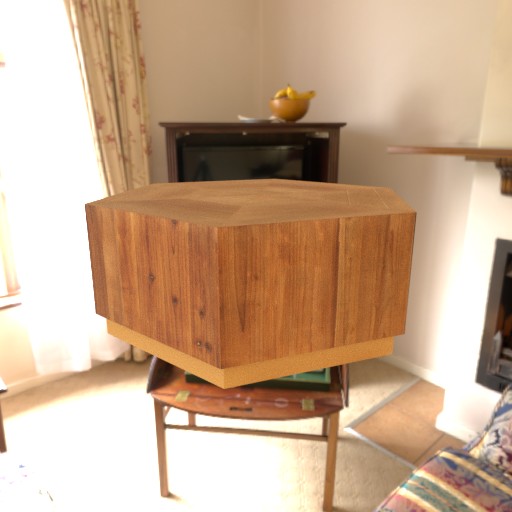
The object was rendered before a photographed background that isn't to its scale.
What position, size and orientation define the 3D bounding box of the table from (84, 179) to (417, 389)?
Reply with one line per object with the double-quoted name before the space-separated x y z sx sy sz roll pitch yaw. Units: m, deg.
"table" 0.000 0.000 1.648 1.000 0.456 1.154 2 16 9
